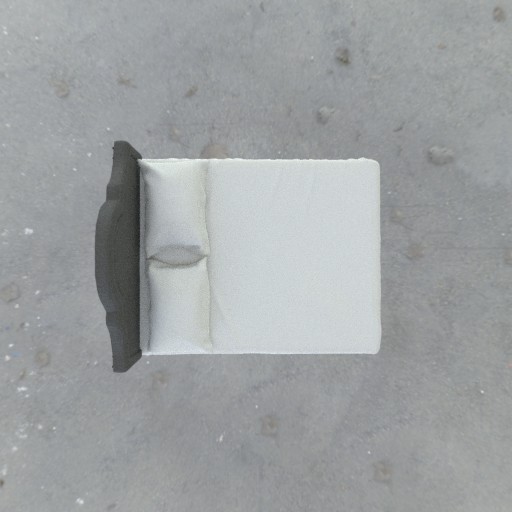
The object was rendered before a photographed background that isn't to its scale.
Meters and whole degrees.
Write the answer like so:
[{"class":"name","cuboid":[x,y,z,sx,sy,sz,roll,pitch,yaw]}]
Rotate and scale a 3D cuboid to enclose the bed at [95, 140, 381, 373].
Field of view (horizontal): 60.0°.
[{"class":"bed","cuboid":[0.000,0.000,3.457,2.222,1.634,1.780,0,90,-1]}]
